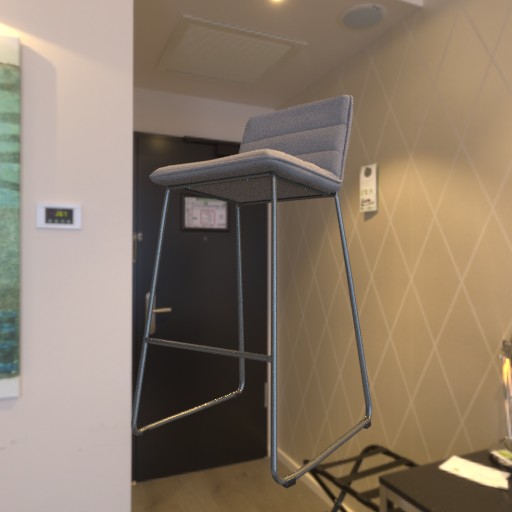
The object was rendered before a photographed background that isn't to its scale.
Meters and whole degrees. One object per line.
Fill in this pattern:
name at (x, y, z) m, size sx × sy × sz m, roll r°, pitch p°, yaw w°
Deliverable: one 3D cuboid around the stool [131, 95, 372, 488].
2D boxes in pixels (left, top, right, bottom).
stool at (0.000, 0.000, 1.225) m, size 0.490 × 0.960 × 0.490 m, roll -1°, pitch -1°, yaw 36°
